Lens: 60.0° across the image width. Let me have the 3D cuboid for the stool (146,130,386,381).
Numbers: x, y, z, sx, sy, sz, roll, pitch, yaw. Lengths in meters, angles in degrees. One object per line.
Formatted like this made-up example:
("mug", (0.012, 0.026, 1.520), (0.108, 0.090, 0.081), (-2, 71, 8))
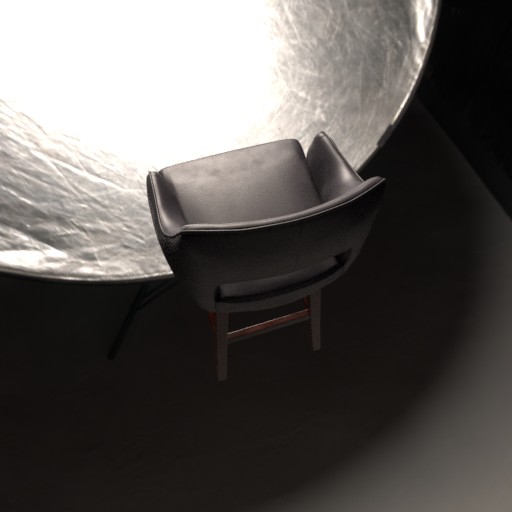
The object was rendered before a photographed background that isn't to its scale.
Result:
("stool", (0.000, 0.000, 1.404), (0.550, 1.041, 0.560), (-15, 59, -10))
